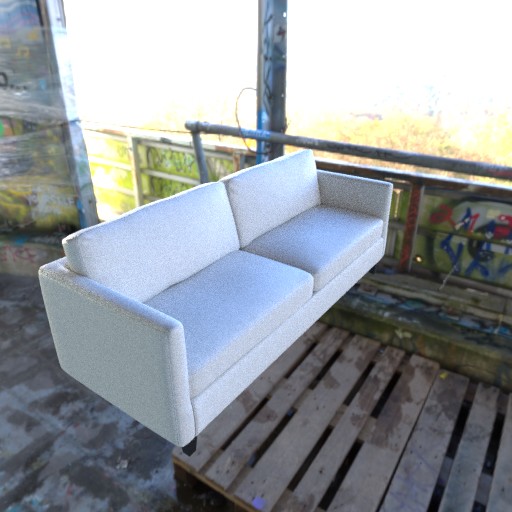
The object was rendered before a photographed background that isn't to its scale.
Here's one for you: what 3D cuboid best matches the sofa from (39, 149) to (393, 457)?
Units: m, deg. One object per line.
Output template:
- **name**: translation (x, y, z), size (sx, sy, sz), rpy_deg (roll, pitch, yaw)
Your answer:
- **sofa**: translation (0.000, 0.000, 2.919), size (0.948, 0.965, 2.434), rpy_deg (18, 31, 32)
